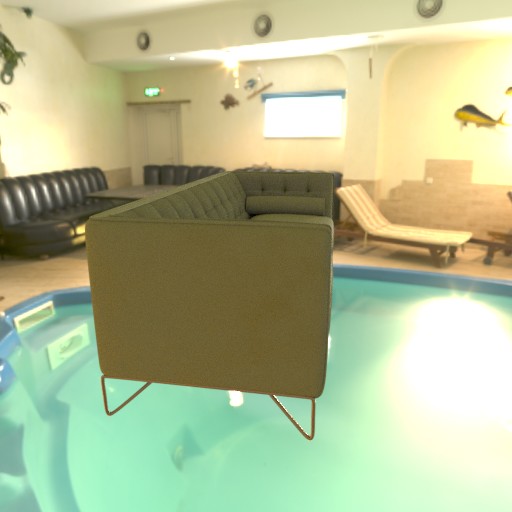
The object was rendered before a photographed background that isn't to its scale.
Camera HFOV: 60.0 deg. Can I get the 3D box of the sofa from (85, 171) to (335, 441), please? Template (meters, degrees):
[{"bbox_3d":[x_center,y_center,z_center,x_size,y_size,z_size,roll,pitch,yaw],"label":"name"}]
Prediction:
[{"bbox_3d":[0.000,0.000,2.516,0.867,0.789,2.087,3,16,10],"label":"sofa"}]
